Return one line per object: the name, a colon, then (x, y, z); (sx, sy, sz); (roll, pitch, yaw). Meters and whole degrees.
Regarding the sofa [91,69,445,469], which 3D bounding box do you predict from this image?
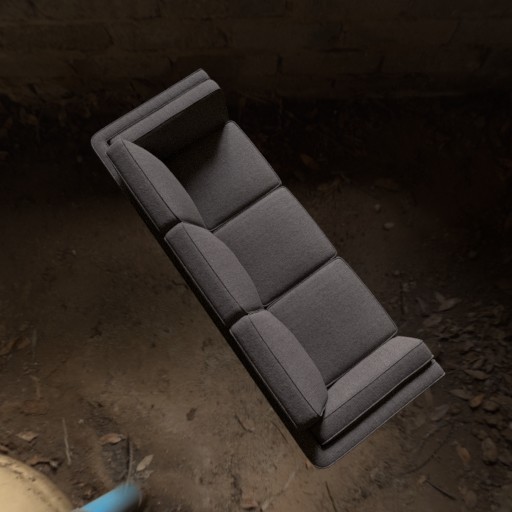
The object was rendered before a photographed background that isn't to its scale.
sofa: (0.000, 0.000, 2.780); (0.903, 0.899, 2.362); (-35, 78, -8)
